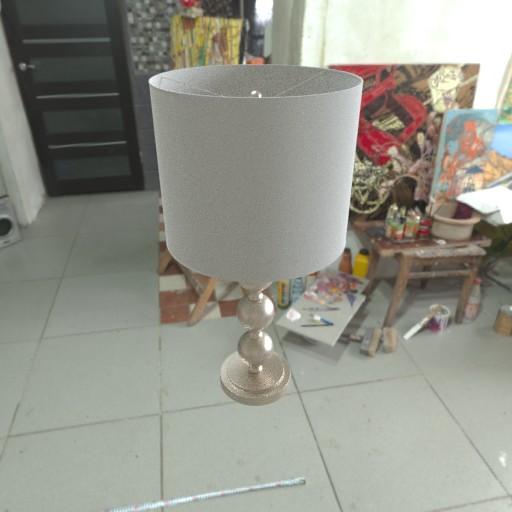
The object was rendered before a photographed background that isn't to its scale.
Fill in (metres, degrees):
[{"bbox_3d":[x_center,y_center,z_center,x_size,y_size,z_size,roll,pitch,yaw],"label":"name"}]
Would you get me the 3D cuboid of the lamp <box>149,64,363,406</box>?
[{"bbox_3d":[0.000,0.000,0.713,0.277,0.538,0.277,-23,37,-34],"label":"lamp"}]
